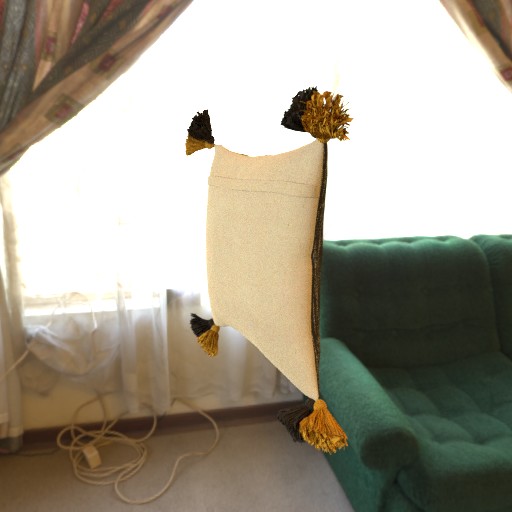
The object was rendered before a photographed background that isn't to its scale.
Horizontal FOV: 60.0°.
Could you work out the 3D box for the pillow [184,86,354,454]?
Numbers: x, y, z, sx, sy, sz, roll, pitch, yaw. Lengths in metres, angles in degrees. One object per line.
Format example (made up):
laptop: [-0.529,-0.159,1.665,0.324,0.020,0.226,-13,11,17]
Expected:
pillow: [0.000,0.000,0.974,0.139,0.659,0.654,-7,14,-27]
